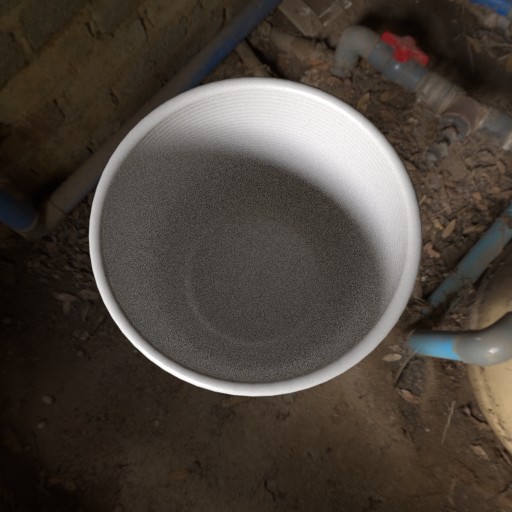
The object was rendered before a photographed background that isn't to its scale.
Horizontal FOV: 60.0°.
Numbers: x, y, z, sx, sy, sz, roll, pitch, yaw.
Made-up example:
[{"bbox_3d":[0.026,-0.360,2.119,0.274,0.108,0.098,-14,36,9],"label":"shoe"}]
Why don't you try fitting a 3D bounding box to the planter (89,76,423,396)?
[{"bbox_3d":[0.000,0.000,0.216,0.124,0.109,0.124,0,76,0],"label":"planter"}]
